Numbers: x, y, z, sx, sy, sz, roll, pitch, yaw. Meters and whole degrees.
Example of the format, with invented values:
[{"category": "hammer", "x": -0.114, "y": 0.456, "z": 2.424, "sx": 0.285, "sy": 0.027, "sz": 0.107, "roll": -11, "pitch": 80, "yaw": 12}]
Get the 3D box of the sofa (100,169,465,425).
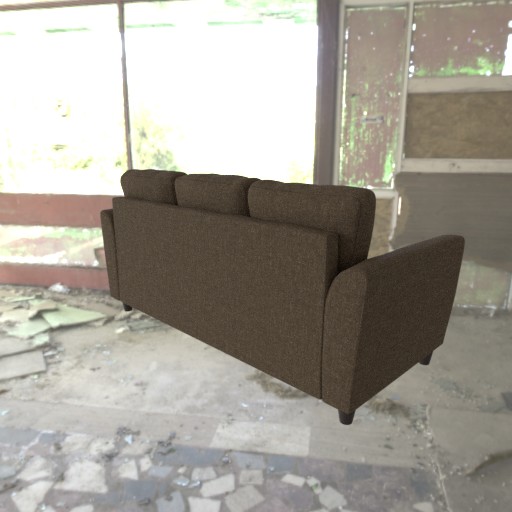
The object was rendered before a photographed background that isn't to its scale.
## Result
[{"category": "sofa", "x": 0.000, "y": 0.000, "z": 2.372, "sx": 1.847, "sy": 0.891, "sz": 0.837, "roll": 14, "pitch": 20, "yaw": 43}]
